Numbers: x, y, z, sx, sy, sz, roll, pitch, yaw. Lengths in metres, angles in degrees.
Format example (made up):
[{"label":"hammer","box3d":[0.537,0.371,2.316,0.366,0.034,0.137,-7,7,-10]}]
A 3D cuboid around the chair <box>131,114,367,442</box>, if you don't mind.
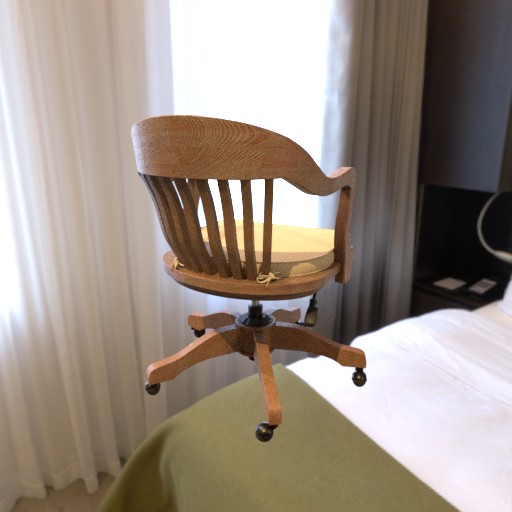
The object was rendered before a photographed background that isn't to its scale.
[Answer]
[{"label":"chair","box3d":[0.000,0.000,1.474,0.750,0.878,0.788,8,18,27]}]
